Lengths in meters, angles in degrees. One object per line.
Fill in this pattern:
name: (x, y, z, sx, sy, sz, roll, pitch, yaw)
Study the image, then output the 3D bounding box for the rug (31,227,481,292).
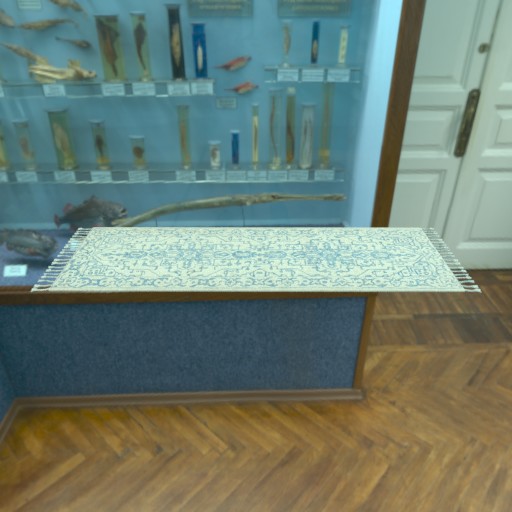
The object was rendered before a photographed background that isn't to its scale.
rug: (0.000, 0.000, 2.726, 2.449, 0.011, 0.774, 0, 30, 0)
